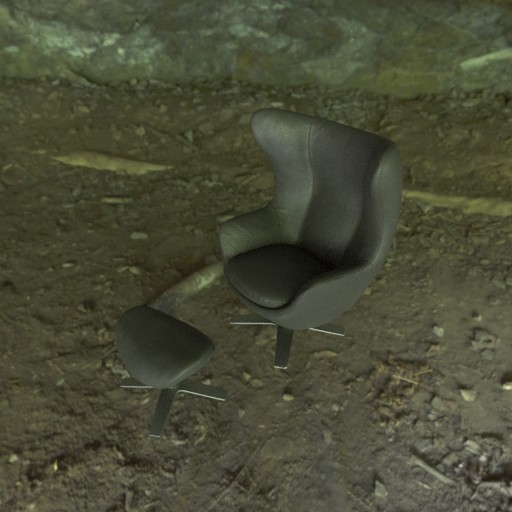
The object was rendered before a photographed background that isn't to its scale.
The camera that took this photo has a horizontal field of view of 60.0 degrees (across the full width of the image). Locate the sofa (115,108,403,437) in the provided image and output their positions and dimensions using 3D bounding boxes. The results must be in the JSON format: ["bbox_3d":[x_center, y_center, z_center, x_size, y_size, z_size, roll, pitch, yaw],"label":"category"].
[{"bbox_3d":[0.000,0.000,2.140,1.444,1.135,0.894,-21,38,-30],"label":"sofa"}]
